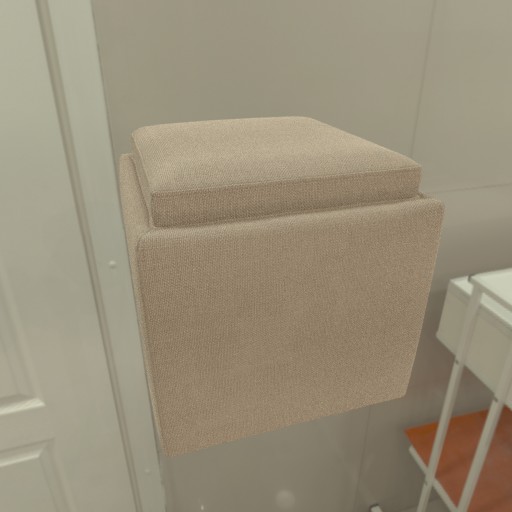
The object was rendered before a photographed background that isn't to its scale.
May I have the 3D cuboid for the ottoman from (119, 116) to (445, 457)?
[{"bbox_3d":[0.000,0.000,0.827,0.451,0.460,0.450,-8,28,-16],"label":"ottoman"}]
